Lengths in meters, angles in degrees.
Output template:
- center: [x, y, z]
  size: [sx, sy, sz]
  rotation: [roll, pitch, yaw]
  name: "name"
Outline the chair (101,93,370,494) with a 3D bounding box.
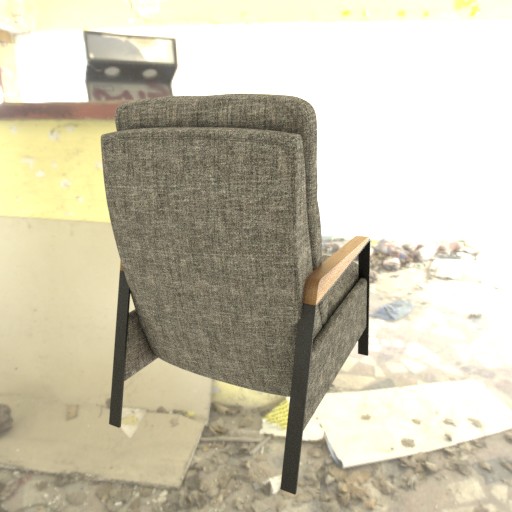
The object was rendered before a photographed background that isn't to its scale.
- center: [0.000, 0.000, 1.575]
  size: [0.671, 1.042, 0.868]
  rotation: [8, 18, 25]
  name: "chair"
